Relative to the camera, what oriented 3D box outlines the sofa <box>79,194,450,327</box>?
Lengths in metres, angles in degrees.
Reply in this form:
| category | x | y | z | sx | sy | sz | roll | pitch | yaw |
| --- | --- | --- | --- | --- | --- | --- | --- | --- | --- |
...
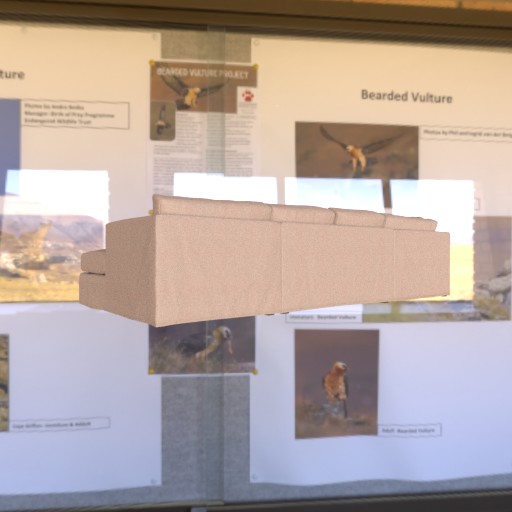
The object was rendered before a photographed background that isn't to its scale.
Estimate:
| category | x | y | z | sx | sy | sz | roll | pitch | yaw |
| --- | --- | --- | --- | --- | --- | --- | --- | --- | --- |
| sofa | 0.000 | 0.000 | 4.691 | 3.460 | 0.882 | 2.427 | 0 | 0 | -38 |
